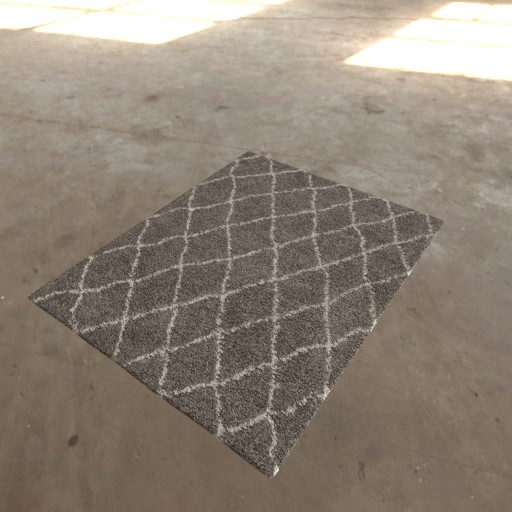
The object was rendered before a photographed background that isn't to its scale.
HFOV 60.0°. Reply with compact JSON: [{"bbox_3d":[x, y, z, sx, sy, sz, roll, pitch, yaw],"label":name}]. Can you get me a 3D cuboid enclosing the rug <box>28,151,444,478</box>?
[{"bbox_3d":[0.000,0.000,4.018,2.438,0.029,3.047,26,48,26],"label":"rug"}]
